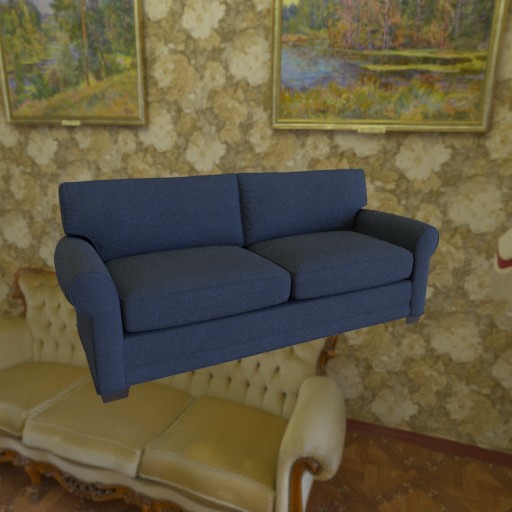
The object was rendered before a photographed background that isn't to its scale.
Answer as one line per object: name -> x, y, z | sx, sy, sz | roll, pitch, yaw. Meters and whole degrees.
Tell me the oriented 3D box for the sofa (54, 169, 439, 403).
sofa -> 0.000, 0.000, 2.891 | 2.391, 1.026, 0.954 | -8, 17, -26
